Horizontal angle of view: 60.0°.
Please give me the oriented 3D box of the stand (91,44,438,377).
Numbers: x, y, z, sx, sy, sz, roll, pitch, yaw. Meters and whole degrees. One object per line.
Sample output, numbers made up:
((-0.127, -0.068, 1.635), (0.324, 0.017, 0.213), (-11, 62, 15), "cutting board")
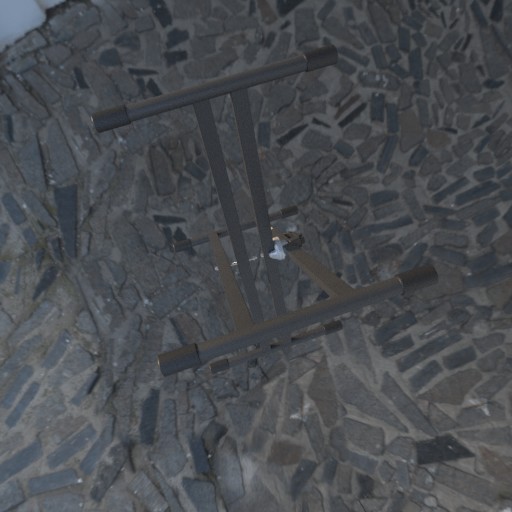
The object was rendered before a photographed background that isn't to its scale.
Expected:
((0.000, 0.000, 1.211), (0.495, 0.900, 0.503), (-18, 76, -5), "stand")
